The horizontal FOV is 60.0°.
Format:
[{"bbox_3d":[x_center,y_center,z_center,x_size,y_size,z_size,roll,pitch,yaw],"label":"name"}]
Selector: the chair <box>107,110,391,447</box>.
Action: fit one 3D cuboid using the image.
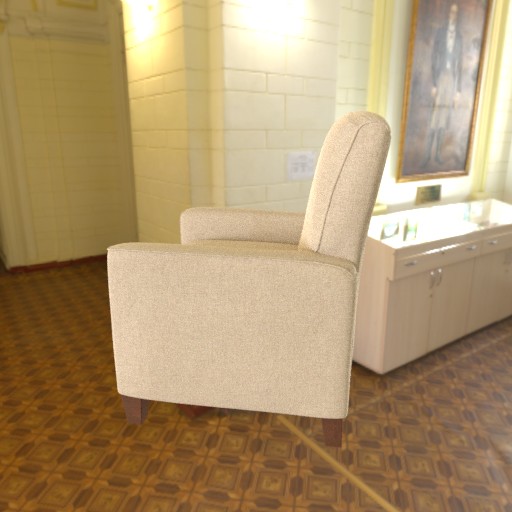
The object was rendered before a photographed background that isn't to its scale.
[{"bbox_3d":[0.000,0.000,1.679,0.859,1.023,0.845,3,15,9],"label":"chair"}]
